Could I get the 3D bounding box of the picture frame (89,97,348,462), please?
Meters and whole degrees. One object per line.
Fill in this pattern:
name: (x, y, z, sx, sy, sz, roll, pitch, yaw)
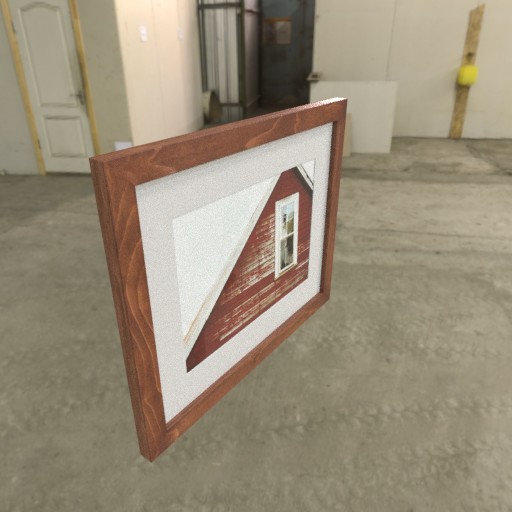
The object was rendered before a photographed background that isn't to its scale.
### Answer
picture frame: (0.000, 0.000, 0.764, 0.025, 0.457, 0.559, 19, 33, 32)
